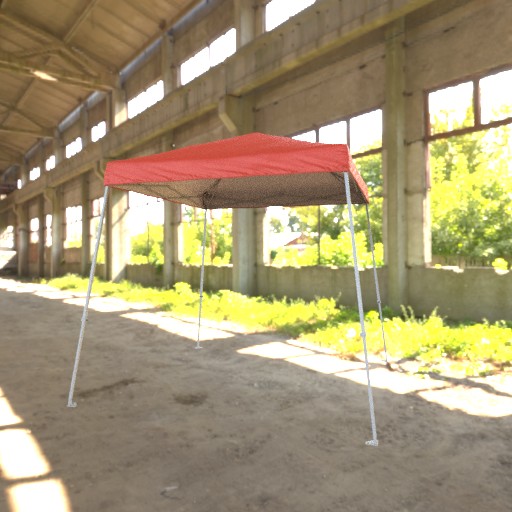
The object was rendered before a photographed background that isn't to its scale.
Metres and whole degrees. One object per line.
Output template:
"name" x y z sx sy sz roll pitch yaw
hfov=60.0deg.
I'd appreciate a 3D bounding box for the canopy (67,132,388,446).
"canopy" 0.000 0.000 5.120 2.849 2.850 2.850 0 0 18
